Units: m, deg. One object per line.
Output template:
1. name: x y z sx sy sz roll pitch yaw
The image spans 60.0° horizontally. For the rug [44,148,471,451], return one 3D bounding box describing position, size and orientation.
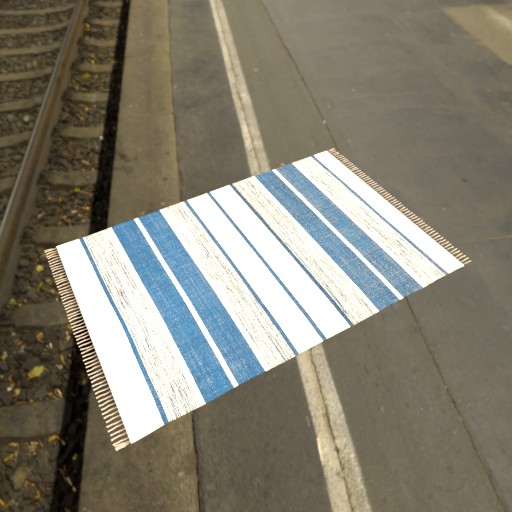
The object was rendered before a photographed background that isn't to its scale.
1. rug: 0.000 0.000 2.979 2.441 0.010 1.532 -23 51 -20
